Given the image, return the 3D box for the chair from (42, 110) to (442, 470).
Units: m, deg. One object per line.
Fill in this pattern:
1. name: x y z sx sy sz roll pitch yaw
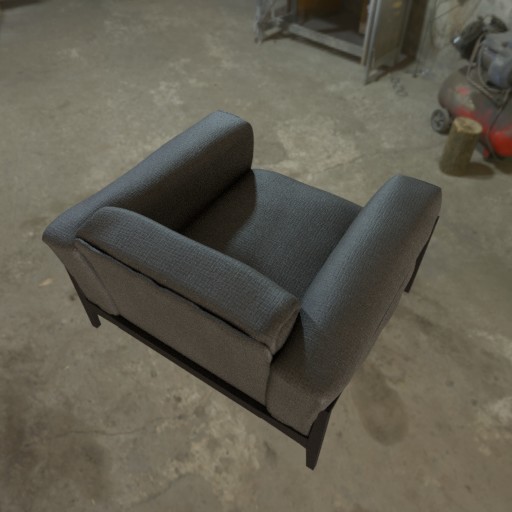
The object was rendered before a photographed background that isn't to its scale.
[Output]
1. chair: 0.000 0.000 1.657 1.056 0.646 0.969 26 52 22
